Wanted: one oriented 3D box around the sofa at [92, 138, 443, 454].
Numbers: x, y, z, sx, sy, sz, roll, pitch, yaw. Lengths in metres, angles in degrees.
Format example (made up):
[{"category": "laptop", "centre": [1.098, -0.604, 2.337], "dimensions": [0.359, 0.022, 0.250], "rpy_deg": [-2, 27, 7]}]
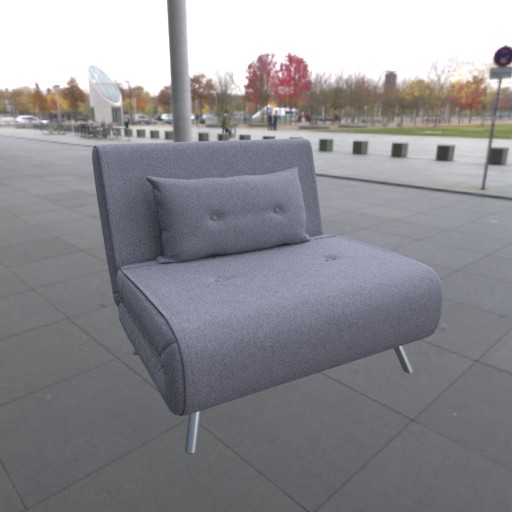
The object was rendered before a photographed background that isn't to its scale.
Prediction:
[{"category": "sofa", "centre": [0.000, 0.000, 1.720], "dimensions": [1.020, 0.825, 1.000], "rpy_deg": [-9, 20, -27]}]
